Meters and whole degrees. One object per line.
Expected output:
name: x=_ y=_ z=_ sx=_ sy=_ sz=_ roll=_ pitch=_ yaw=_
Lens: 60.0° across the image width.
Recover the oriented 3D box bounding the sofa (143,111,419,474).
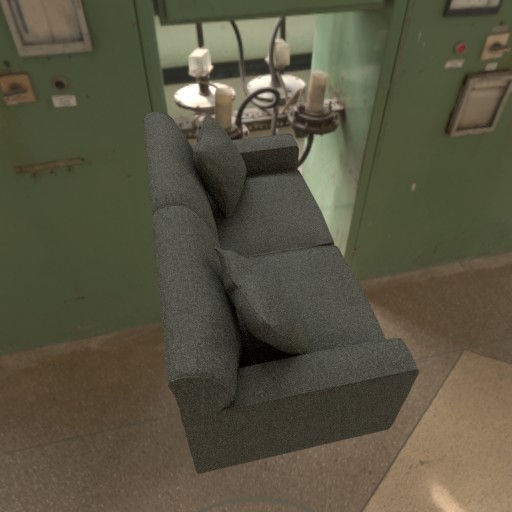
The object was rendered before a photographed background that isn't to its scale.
sofa: x=0.000 y=0.000 z=2.415 sx=0.998 sy=0.958 sz=1.846 roll=-9 pitch=46 yaw=-9
